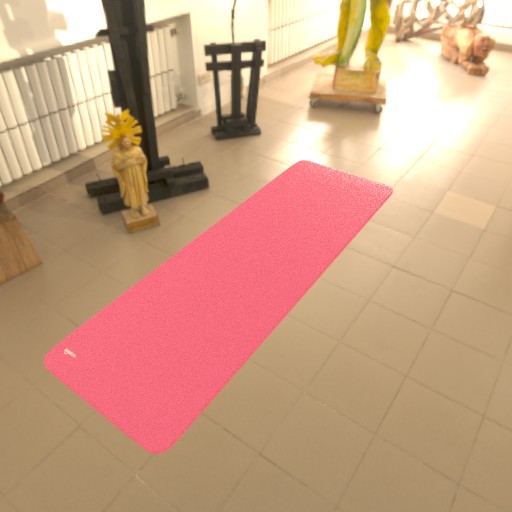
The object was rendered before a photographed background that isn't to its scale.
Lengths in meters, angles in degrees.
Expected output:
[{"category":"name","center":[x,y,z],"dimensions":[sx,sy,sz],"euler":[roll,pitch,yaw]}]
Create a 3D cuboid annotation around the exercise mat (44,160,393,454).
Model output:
[{"category":"exercise mat","center":[0.000,0.000,2.052],"dimensions":[0.616,0.021,1.884],"euler":[24,46,26]}]
